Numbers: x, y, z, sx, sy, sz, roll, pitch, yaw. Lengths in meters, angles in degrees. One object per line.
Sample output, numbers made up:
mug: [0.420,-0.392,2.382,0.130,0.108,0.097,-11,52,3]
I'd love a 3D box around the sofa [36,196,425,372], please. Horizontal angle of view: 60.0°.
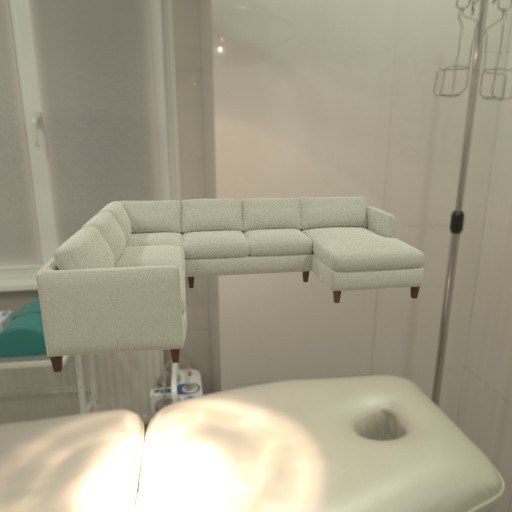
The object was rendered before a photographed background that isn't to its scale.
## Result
sofa: [0.000,0.000,4.269,3.238,0.853,2.551,-2,15,-9]
